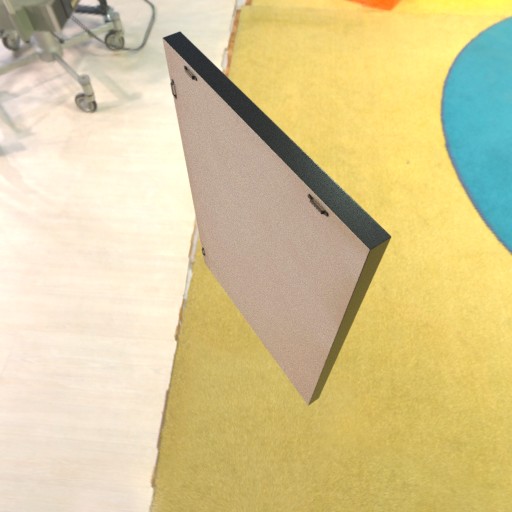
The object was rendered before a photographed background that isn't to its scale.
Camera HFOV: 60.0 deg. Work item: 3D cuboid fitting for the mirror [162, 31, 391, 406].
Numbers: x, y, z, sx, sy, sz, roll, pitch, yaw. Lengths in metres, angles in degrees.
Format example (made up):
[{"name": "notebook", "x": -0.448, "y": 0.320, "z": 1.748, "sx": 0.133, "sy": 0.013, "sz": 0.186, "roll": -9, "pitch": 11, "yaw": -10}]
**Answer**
[{"name": "mirror", "x": 0.000, "y": 0.000, "z": 0.923, "sx": 0.039, "sy": 0.710, "sz": 0.507, "roll": -30, "pitch": 62, "yaw": -18}]
